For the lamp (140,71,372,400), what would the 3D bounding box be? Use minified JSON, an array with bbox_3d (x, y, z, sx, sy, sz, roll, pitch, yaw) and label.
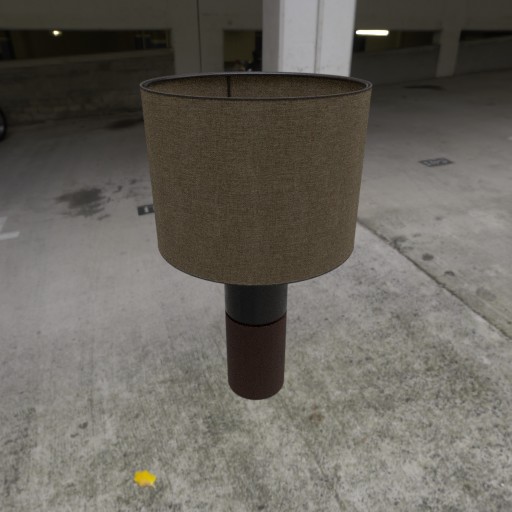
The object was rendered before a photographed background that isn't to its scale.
[{"bbox_3d":[0.000,0.000,0.475,0.202,0.350,0.202,0,27,0],"label":"lamp"}]
